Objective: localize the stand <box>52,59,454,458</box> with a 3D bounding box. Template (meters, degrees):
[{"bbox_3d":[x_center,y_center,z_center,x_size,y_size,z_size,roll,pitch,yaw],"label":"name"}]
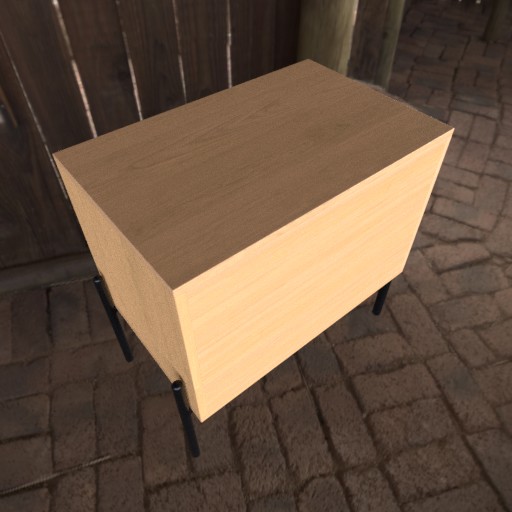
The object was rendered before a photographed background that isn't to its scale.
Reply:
[{"bbox_3d":[0.000,0.000,0.983,0.630,0.600,0.400,-31,54,-26],"label":"stand"}]
